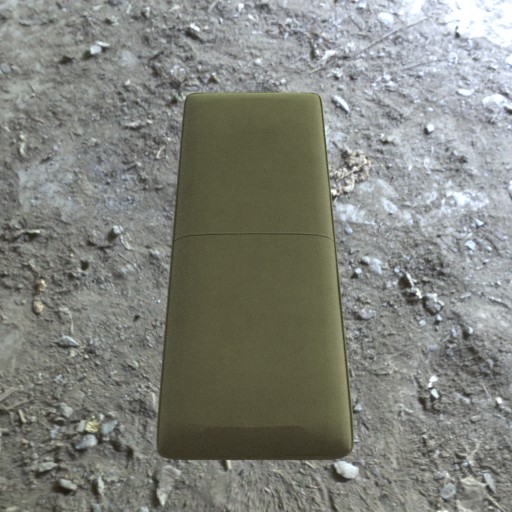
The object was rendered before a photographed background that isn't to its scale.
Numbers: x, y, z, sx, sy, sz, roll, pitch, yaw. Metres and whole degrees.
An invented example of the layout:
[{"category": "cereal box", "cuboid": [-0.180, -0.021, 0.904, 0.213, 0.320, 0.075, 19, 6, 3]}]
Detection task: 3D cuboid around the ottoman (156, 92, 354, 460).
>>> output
[{"category": "ottoman", "cuboid": [0.000, 0.000, 2.058, 0.735, 0.460, 1.726, 0, 64, 0]}]
